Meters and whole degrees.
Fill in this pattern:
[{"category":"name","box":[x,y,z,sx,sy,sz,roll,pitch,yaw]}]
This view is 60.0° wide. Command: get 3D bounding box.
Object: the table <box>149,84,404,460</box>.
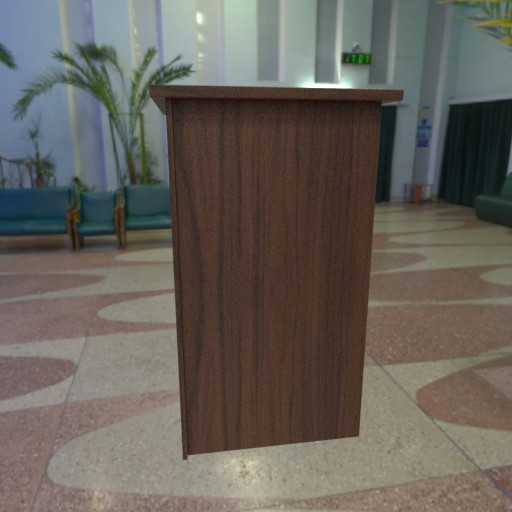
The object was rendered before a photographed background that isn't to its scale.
[{"category":"table","box":[0.000,0.000,0.958,0.381,0.636,0.480,-2,15,-9]}]
